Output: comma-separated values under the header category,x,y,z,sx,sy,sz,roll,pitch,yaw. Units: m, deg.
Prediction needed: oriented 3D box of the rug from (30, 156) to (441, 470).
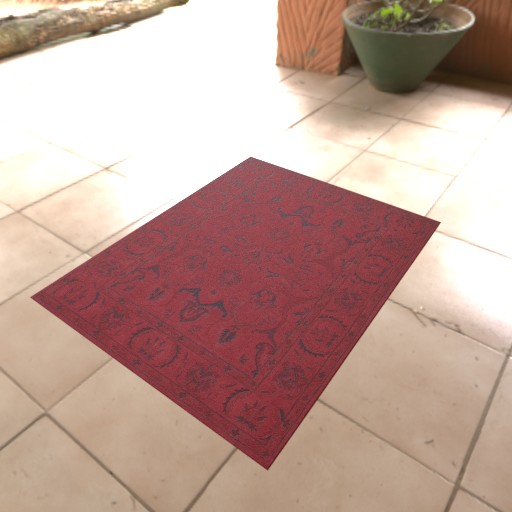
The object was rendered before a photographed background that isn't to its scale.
category,x,y,z,sx,sy,sz,roll,pitch,yaw
rug,0.000,0.000,3.899,2.300,0.012,2.929,25,46,27
